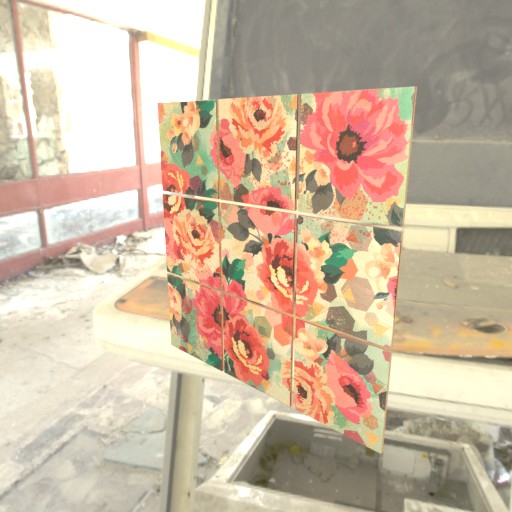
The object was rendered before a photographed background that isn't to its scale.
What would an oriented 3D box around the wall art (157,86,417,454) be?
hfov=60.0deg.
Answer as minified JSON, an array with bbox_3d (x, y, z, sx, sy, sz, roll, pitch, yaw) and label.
[{"bbox_3d":[0.000,0.000,1.801,1.216,1.220,0.013,14,21,41],"label":"wall art"}]
